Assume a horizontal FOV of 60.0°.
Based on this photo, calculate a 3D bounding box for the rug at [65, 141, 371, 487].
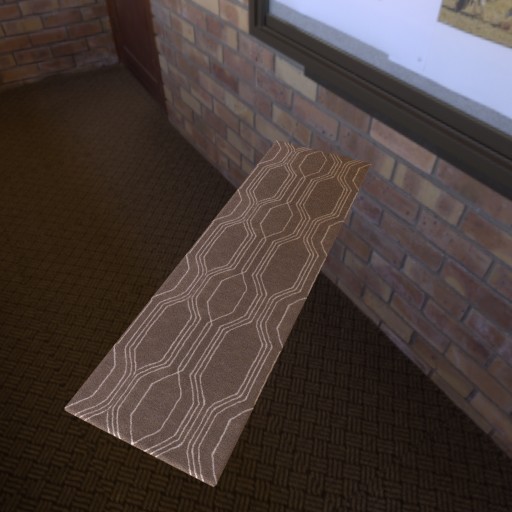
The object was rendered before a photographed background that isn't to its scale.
[{"bbox_3d":[0.000,0.000,2.659,0.773,0.012,2.464,18,49,17],"label":"rug"}]
